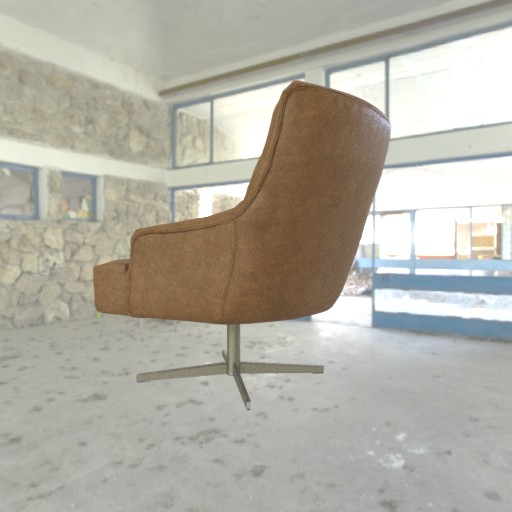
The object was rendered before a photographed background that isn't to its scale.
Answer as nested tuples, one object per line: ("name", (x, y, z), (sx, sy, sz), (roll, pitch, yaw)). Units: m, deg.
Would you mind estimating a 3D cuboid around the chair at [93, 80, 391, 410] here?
("chair", (0.000, 0.000, 1.522), (0.874, 0.869, 0.729), (0, 1, 35))
